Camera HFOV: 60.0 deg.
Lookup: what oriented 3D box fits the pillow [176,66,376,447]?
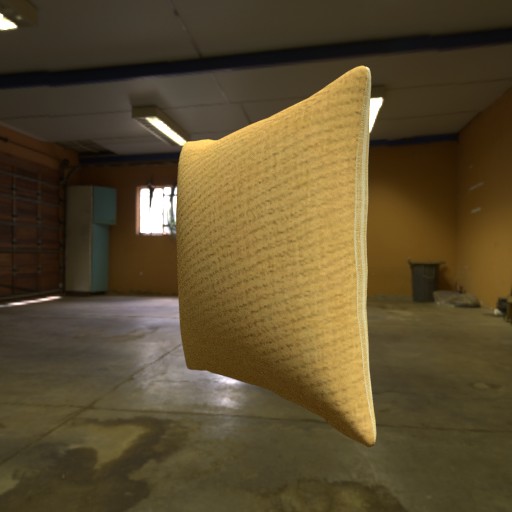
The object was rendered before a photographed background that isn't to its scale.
[{"bbox_3d":[0.000,0.000,0.633,0.173,0.407,0.419,0,0,-36],"label":"pillow"}]
